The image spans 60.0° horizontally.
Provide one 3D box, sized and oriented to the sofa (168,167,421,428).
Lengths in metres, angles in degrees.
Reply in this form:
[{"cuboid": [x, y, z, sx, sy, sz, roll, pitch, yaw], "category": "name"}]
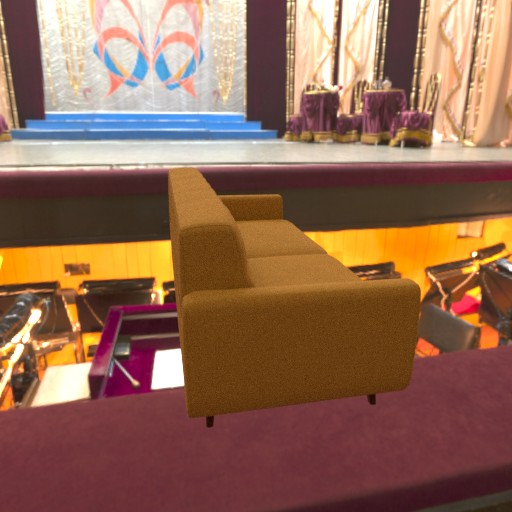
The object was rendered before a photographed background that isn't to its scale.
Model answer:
[{"cuboid": [0.000, 0.000, 2.493, 0.909, 0.841, 2.029, -4, 18, -11], "category": "sofa"}]
